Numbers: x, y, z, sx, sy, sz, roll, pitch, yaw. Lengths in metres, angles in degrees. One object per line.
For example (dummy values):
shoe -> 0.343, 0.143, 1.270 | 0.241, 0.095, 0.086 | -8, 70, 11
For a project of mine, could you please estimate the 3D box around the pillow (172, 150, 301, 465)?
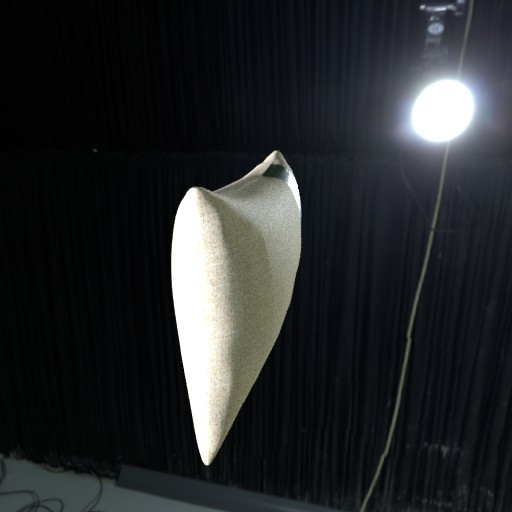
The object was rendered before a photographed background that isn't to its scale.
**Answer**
pillow -> 0.000, 0.000, 1.016 | 0.197, 0.429, 0.859 | 3, 17, 9
